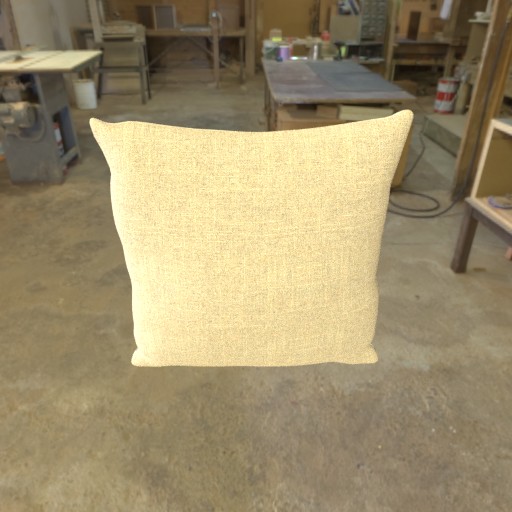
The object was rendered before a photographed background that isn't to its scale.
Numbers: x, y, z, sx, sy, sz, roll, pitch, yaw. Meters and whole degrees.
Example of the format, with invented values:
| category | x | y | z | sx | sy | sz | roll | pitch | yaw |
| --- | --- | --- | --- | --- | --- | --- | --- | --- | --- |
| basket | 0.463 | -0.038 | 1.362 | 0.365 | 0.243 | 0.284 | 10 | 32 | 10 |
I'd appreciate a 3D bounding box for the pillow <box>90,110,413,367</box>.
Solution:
| category | x | y | z | sx | sy | sz | roll | pitch | yaw |
| --- | --- | --- | --- | --- | --- | --- | --- | --- | --- |
| pillow | 0.000 | 0.000 | 0.692 | 0.439 | 0.440 | 0.182 | -1 | 30 | -2 |
